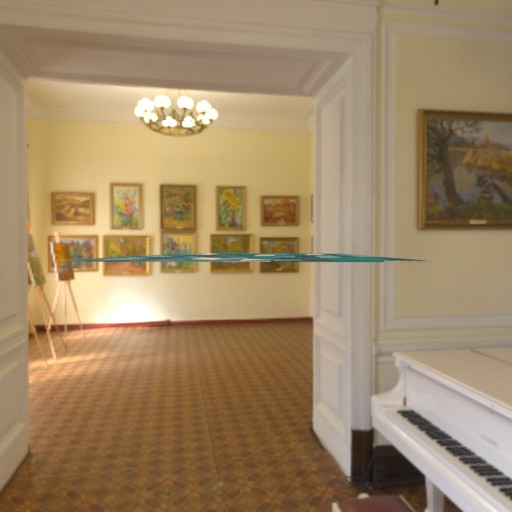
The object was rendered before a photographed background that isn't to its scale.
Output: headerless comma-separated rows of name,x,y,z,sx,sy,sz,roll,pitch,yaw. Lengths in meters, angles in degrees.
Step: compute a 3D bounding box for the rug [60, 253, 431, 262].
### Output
rug,0.000,0.000,3.007,1.528,0.005,2.420,0,1,3
